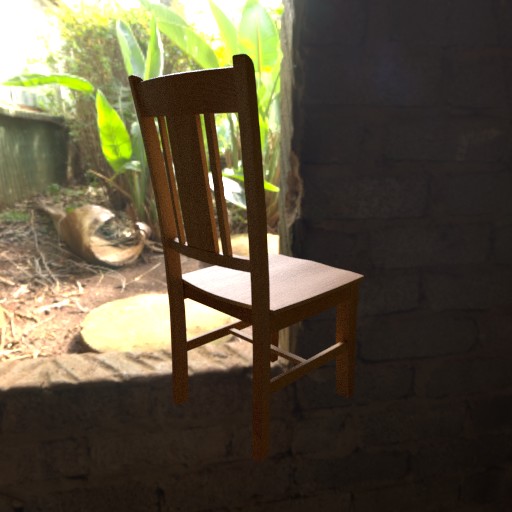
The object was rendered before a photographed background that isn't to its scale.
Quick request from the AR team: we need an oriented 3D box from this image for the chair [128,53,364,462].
[{"bbox_3d":[0.000,0.000,1.320,0.556,0.998,0.450,-14,20,-43],"label":"chair"}]
